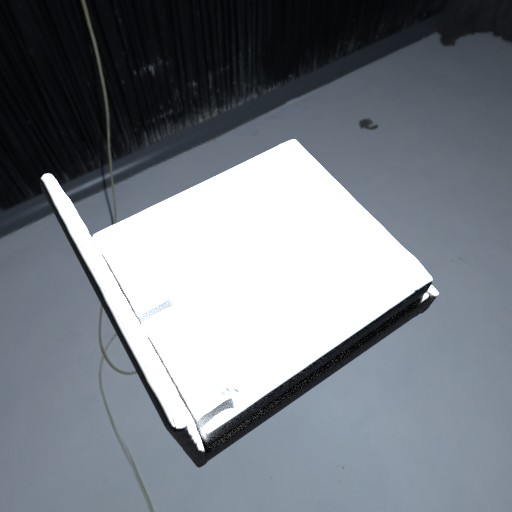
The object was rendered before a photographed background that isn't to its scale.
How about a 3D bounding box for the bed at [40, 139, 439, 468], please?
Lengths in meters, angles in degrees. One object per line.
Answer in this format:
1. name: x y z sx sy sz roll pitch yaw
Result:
1. bed: 0.000 0.000 3.617 2.387 1.427 2.078 -29 62 -17
